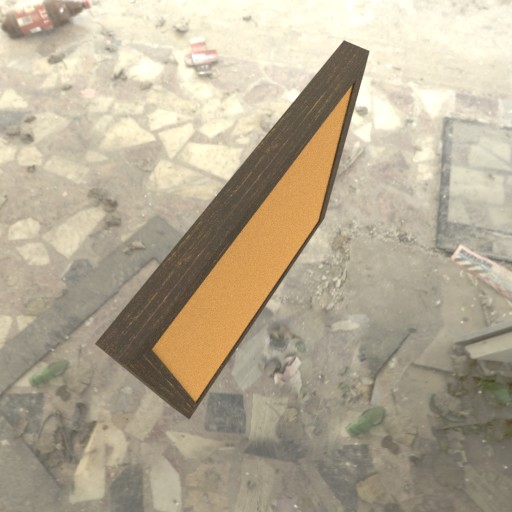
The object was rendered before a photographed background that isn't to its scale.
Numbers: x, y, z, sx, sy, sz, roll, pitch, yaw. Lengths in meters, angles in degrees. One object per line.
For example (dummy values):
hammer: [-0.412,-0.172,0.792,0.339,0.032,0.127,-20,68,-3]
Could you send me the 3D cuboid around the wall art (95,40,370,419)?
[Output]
wall art: [0.000,0.000,0.533,0.031,0.330,0.381,30,67,14]
